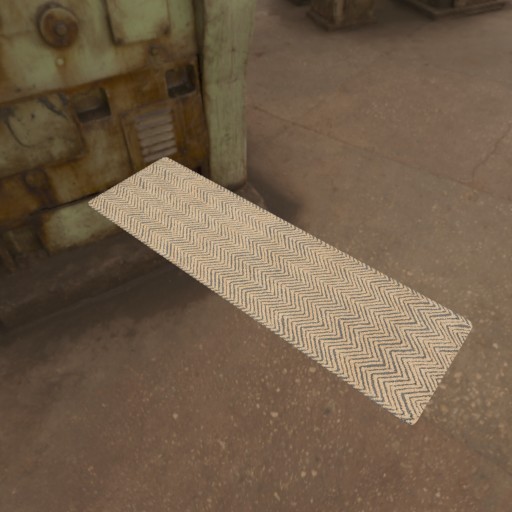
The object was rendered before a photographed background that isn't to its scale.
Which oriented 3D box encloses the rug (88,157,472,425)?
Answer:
[{"bbox_3d":[0.000,0.000,2.548,2.286,0.008,0.686,31,54,26],"label":"rug"}]
